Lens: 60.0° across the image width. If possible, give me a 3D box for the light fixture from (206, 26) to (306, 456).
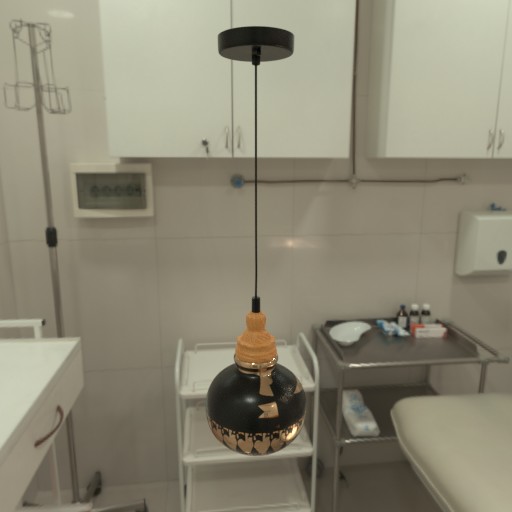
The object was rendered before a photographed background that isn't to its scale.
[{"bbox_3d":[0.000,0.000,1.762,0.430,1.606,0.430,-1,12,-7],"label":"light fixture"}]
